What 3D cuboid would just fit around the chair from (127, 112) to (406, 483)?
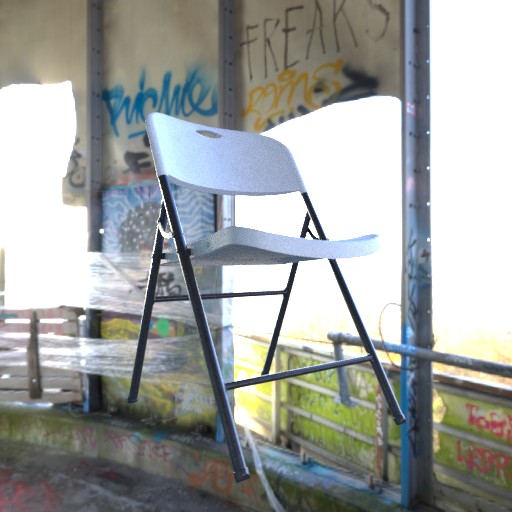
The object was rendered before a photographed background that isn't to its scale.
[{"bbox_3d":[0.000,0.000,1.153,0.494,0.810,0.566,0,-1,-36],"label":"chair"}]
